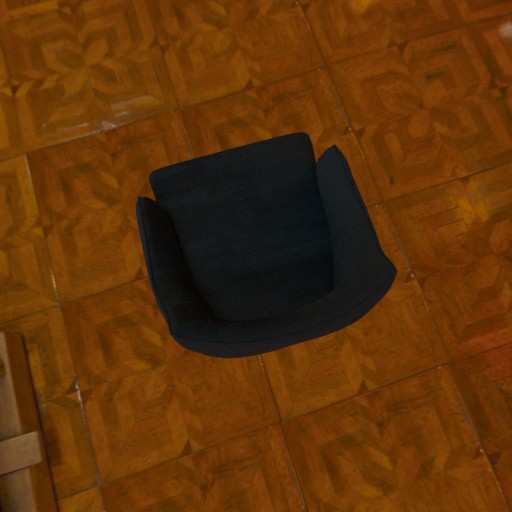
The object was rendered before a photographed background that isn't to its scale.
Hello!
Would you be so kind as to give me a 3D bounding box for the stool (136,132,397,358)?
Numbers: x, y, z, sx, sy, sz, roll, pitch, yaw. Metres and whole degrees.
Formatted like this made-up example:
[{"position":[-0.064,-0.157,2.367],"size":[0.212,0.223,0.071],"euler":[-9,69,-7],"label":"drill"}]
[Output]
[{"position":[0.000,0.000,1.294],"size":[0.550,0.940,0.560],"euler":[-16,77,-4],"label":"stool"}]
